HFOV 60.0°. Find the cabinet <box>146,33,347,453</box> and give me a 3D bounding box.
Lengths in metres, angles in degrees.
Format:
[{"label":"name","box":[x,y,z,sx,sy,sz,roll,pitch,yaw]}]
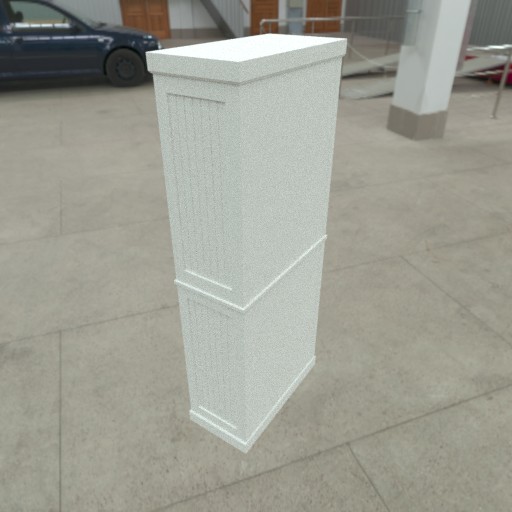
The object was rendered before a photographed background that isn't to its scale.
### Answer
[{"label":"cabinet","box":[0.000,0.000,2.112,0.390,1.829,0.754,19,37,28]}]
